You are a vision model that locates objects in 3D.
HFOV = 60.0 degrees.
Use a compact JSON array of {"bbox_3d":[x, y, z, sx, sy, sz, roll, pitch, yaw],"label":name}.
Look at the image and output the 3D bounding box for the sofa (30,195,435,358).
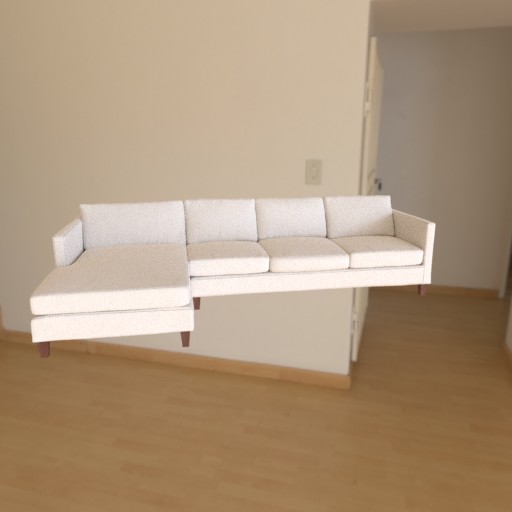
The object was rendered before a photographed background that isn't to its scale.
[{"bbox_3d":[0.000,0.000,3.782,3.186,0.846,1.625,-3,15,-10],"label":"sofa"}]
